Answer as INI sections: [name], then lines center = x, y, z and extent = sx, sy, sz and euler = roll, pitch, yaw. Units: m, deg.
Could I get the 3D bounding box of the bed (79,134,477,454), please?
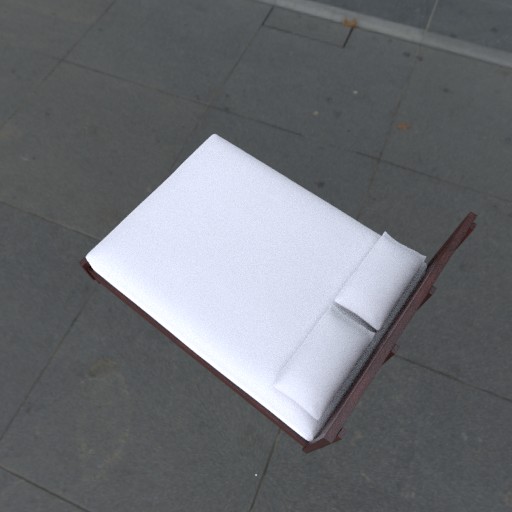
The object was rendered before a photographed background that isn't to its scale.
[bed]
center = 0.000, 0.000, 4.081
extent = 2.803, 1.492, 2.040
euler = 35, 69, 16
